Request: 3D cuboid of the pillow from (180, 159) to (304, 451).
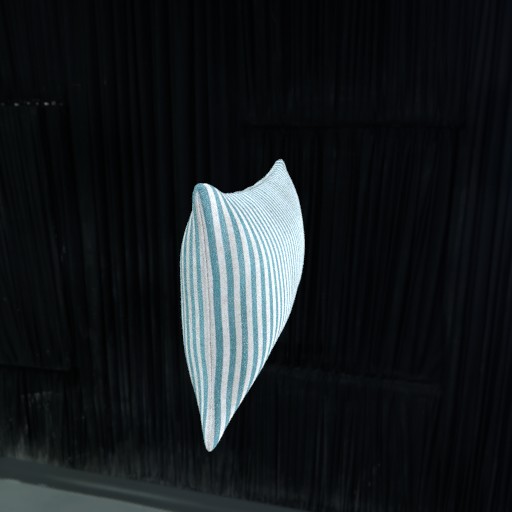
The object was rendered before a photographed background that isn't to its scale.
[{"bbox_3d":[0.000,0.000,0.741,0.151,0.295,0.617,3,15,10],"label":"pillow"}]
